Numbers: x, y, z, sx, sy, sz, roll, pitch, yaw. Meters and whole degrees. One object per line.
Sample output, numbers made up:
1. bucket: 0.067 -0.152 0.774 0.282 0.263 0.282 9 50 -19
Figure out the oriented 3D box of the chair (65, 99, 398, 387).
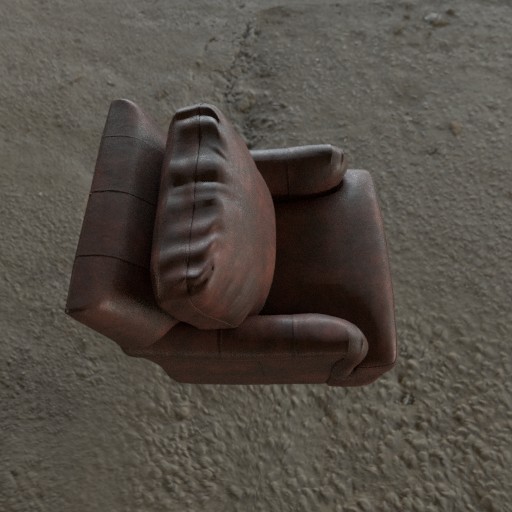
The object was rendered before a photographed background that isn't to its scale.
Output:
1. chair: 0.000 0.000 1.923 1.156 1.051 0.987 0 62 0
